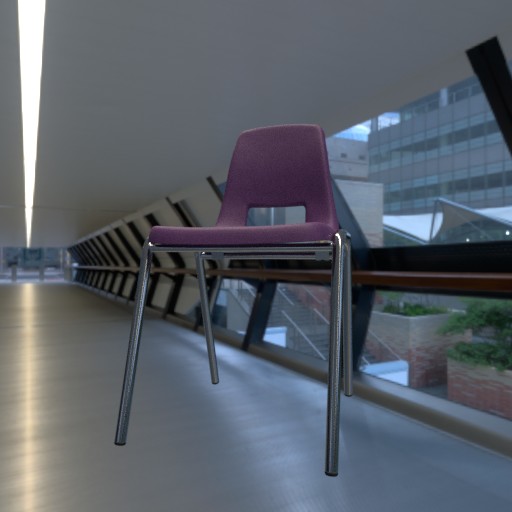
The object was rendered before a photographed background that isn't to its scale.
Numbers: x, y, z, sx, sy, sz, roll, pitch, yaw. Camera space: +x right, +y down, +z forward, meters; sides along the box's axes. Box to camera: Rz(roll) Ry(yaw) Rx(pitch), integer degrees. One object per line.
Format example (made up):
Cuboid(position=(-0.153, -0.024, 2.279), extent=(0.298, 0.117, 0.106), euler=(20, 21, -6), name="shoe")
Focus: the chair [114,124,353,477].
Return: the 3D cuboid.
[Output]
Cuboid(position=(0.000, 0.000, 0.906), extent=(0.381, 0.654, 0.432), euler=(0, 0, 17), name="chair")
